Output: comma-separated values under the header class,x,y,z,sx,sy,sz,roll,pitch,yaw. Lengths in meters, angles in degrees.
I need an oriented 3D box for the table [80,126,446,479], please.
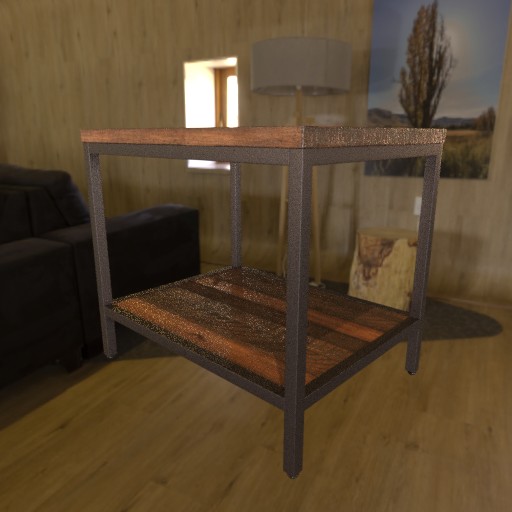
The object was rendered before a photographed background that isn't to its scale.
class,x,y,z,sx,sy,sz,roll,pitch,yaw
table,0.000,0.000,1.111,0.678,0.612,0.524,14,21,41
